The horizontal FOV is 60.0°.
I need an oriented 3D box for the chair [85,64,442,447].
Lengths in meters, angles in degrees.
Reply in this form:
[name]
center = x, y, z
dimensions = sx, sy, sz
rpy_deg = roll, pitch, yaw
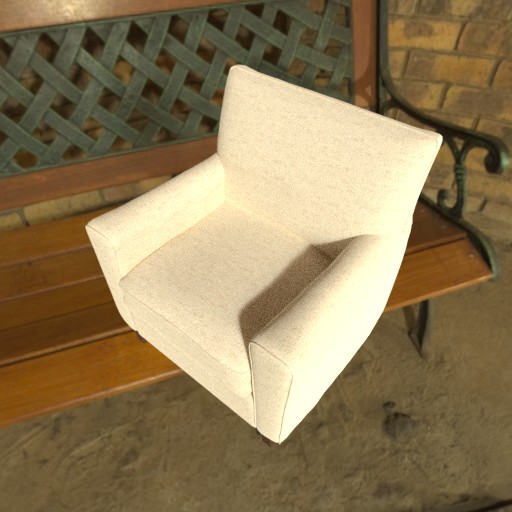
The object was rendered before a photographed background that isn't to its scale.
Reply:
[chair]
center = 0.000, 0.000, 1.605
dimensions = 0.870, 0.943, 0.823
rpy_deg = 30, 53, 26
